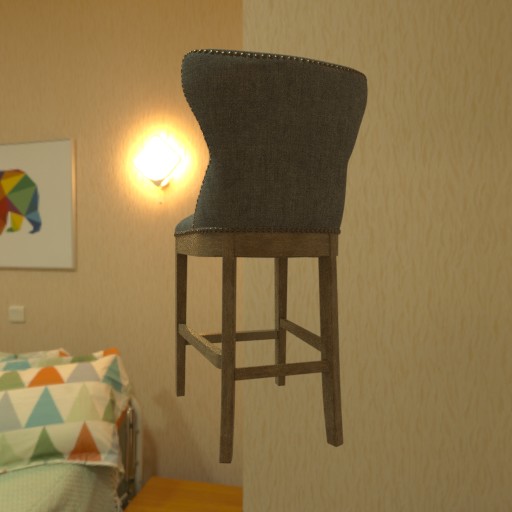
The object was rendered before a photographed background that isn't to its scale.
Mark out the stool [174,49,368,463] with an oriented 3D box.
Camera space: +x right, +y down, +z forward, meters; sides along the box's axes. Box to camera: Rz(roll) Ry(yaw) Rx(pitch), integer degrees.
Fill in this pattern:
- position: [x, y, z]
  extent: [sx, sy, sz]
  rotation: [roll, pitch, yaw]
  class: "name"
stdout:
- position: [0.000, 0.000, 1.317]
  extent: [0.498, 0.981, 0.608]
  rotation: [0, 1, -18]
  class: "stool"
